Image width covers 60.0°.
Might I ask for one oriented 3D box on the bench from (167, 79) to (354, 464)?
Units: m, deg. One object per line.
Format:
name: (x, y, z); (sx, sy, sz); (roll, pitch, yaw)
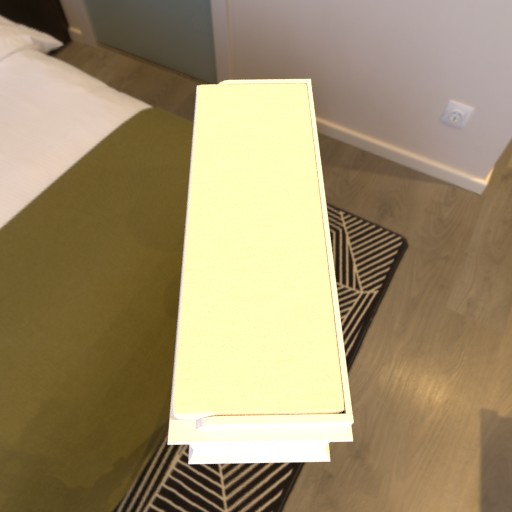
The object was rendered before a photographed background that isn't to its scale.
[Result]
bench: (0.000, 0.000, 1.433); (0.402, 0.486, 1.185); (-1, 59, 0)
